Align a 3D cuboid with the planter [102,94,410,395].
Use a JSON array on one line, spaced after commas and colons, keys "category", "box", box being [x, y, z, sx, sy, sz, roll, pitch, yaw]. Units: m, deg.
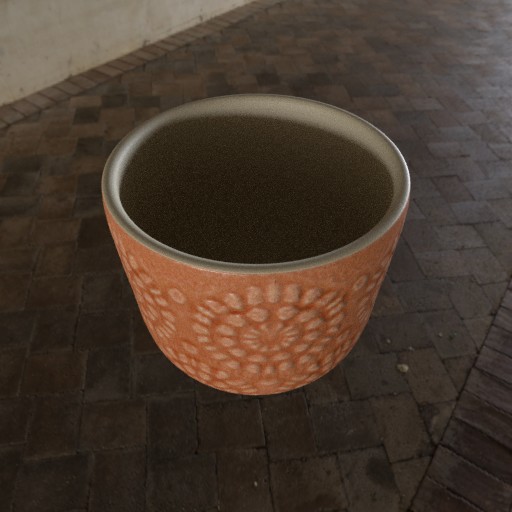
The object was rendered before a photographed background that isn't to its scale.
[{"category": "planter", "box": [0.000, 0.000, 0.218, 0.124, 0.109, 0.124, 0, 46, 0]}]
